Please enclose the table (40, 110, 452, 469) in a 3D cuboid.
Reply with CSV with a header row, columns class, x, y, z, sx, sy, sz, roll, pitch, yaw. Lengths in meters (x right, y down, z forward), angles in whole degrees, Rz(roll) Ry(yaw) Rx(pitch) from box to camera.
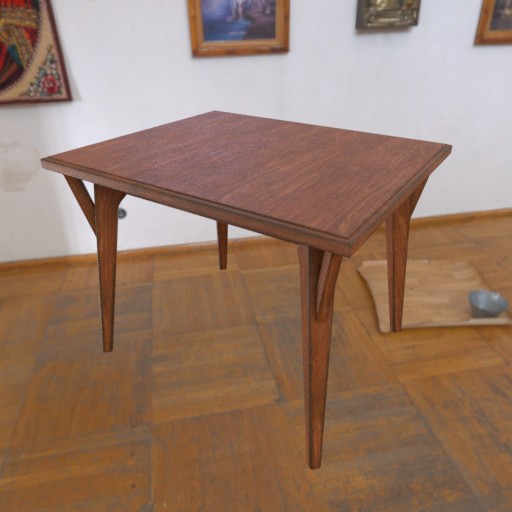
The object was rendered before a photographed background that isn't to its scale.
class,x,y,z,sx,sy,sz,roll,pitch,yaw
table,0.000,0.000,1.571,0.991,0.761,0.838,18,34,29
